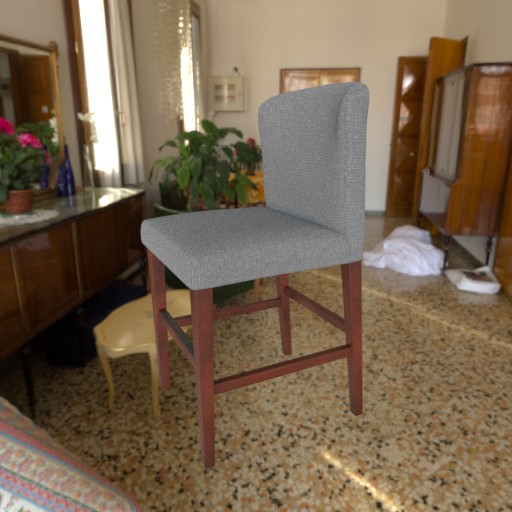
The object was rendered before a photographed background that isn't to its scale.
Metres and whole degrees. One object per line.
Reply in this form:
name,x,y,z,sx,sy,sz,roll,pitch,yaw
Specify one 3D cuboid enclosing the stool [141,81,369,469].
stool,0.000,0.000,1.302,0.568,0.968,0.479,-8,18,-26
